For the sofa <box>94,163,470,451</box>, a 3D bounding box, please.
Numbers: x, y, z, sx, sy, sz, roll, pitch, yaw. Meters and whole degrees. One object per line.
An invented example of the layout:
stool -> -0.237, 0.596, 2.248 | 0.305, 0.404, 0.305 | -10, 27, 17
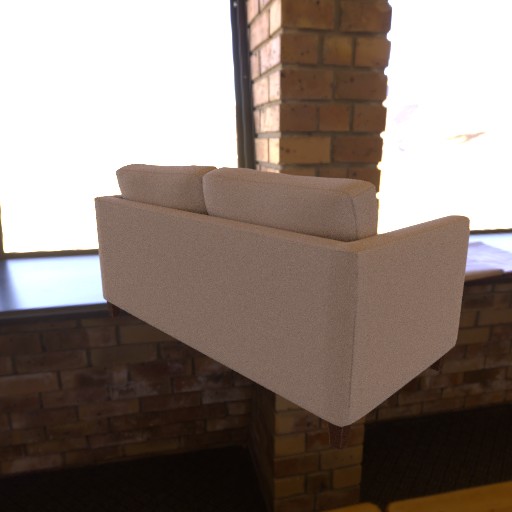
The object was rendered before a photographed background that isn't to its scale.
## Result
sofa -> 0.000, 0.000, 2.188 | 0.873, 0.888, 1.722 | -14, 20, -42
